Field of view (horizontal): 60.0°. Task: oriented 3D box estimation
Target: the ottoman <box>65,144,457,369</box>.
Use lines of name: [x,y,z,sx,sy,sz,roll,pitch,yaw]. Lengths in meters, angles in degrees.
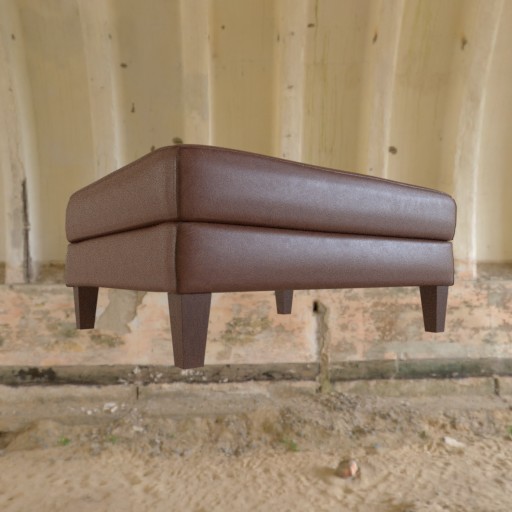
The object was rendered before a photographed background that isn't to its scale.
ottoman: [0.000,0.000,1.414,0.987,0.472,0.836,2,-3,-36]
